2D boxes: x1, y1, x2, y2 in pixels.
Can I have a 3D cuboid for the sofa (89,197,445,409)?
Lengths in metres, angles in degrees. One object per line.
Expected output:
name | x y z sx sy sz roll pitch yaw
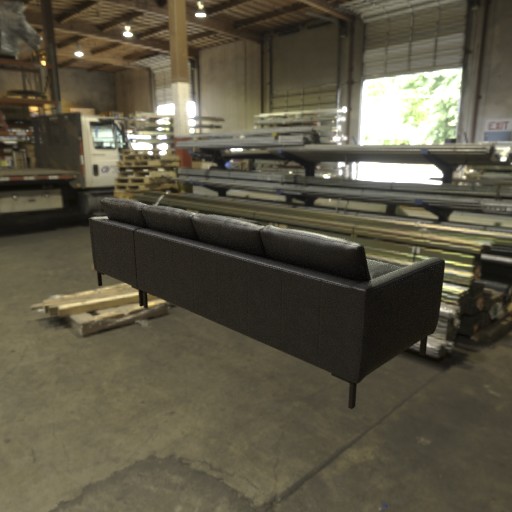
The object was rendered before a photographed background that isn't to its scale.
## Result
sofa | 0.000 0.000 3.642 1.471 0.859 2.993 -13 19 -43
